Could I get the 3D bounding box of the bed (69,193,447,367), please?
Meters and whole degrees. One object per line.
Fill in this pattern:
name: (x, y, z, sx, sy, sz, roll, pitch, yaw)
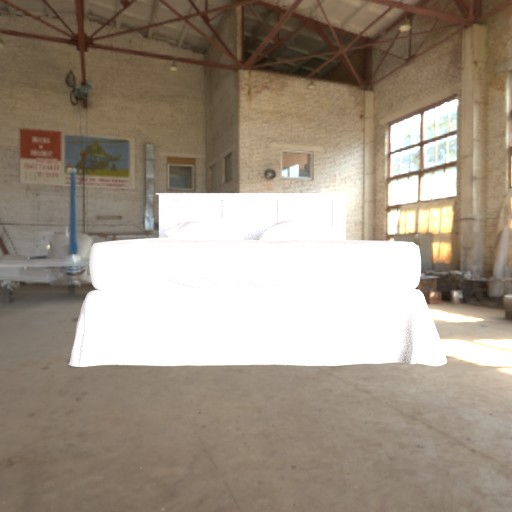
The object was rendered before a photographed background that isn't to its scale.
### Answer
bed: (0.000, 0.000, 3.586, 2.317, 1.273, 2.215, 0, 1, -1)
